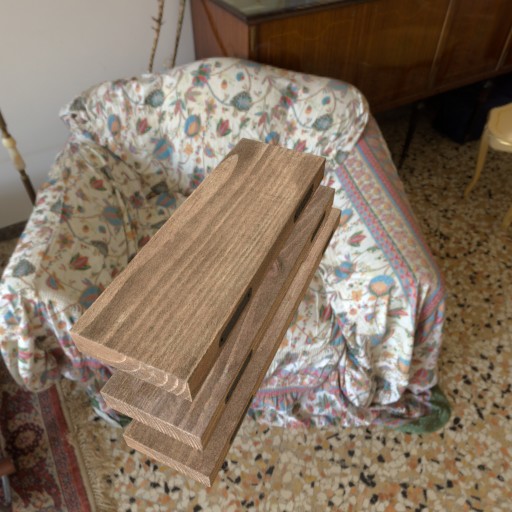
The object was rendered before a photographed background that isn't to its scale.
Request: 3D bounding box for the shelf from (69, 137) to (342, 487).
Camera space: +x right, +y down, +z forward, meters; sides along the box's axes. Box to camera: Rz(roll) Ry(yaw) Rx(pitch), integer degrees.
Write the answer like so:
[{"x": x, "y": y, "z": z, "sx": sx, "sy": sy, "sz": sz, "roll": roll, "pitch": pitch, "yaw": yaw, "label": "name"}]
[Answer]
[{"x": 0.000, "y": 0.000, "z": 0.724, "sx": 0.140, "sy": 0.293, "sz": 0.610, "roll": 18, "pitch": 48, "yaw": 17, "label": "shelf"}]
